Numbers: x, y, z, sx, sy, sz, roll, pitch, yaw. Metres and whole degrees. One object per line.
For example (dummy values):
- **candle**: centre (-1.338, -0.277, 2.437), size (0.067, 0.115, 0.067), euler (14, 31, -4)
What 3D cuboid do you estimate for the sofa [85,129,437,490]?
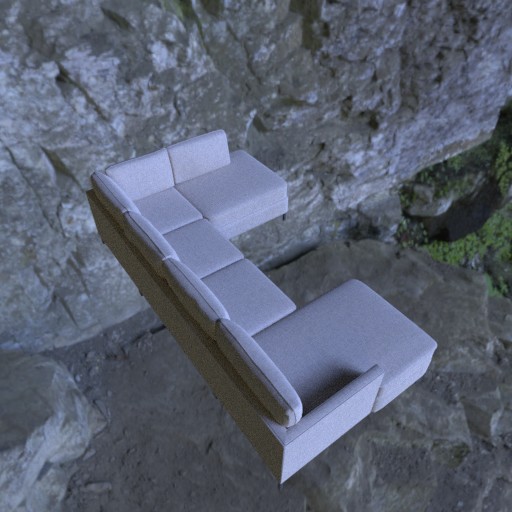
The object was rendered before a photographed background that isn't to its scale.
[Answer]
- **sofa**: centre (0.000, 0.000, 4.266), size (2.021, 0.996, 3.423), euler (-27, 49, -25)
